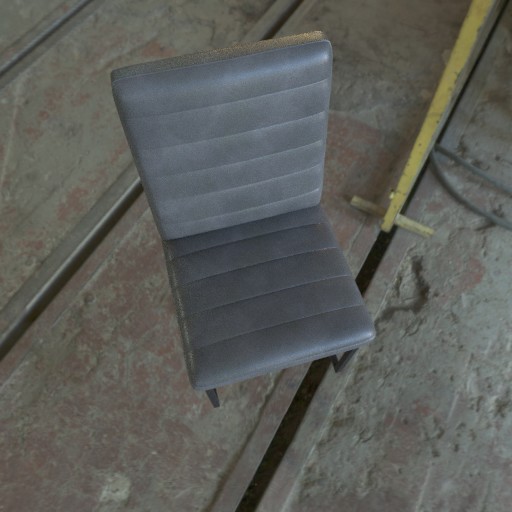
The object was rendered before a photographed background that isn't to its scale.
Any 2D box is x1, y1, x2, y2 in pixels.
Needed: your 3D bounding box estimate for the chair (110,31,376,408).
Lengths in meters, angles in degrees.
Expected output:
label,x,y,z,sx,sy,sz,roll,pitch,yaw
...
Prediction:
label,x,y,z,sx,sy,sz,roll,pitch,yaw
chair,0.000,0.000,1.272,0.520,0.930,0.634,-14,64,-7
